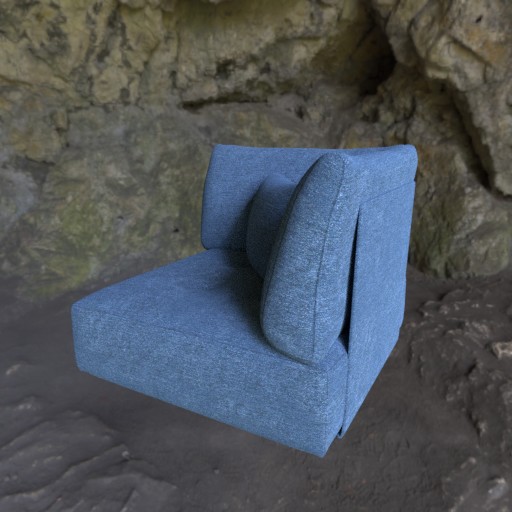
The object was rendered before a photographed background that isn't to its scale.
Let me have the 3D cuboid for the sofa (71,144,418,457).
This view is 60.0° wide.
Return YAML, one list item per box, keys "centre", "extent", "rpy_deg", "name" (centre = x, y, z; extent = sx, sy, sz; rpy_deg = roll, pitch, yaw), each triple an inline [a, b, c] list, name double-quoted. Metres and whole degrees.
- centre: [0.000, 0.000, 1.688]
  extent: [1.000, 0.820, 1.000]
  rpy_deg: [8, 17, 28]
  name: "sofa"
